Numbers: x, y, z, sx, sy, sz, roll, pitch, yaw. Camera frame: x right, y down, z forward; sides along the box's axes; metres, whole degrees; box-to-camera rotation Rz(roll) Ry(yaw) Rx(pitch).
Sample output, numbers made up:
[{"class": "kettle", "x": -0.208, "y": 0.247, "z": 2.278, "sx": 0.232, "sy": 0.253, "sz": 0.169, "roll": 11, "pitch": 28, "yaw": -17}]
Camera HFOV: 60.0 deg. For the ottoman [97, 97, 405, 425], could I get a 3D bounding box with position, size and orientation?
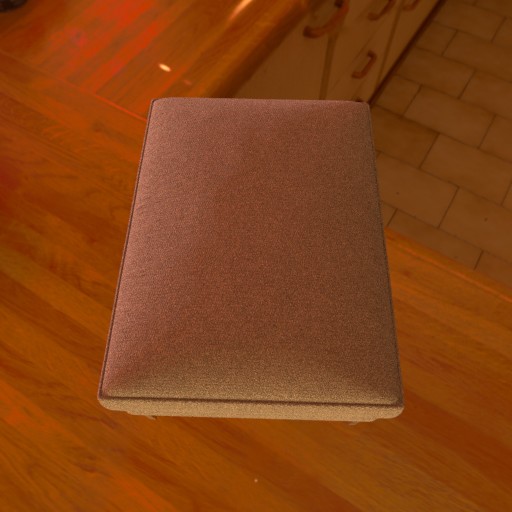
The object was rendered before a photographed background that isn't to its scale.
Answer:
[{"class": "ottoman", "x": 0.000, "y": 0.000, "z": 1.130, "sx": 0.583, "sy": 0.464, "sz": 0.785, "roll": 1, "pitch": 63, "yaw": 1}]
